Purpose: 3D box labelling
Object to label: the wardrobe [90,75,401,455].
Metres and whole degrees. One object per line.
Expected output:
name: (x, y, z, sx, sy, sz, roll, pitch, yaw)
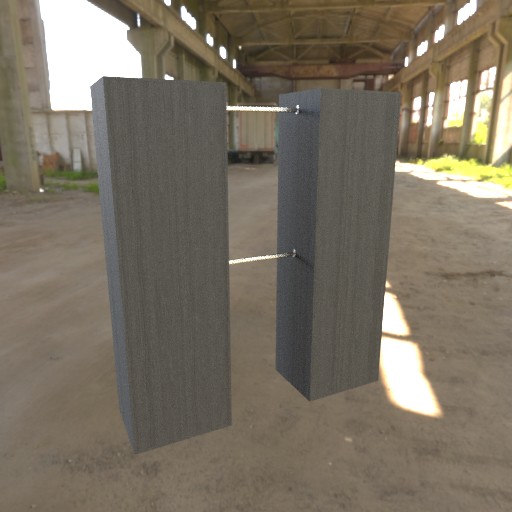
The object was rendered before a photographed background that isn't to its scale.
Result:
wardrobe: (0.000, 0.000, 2.831, 1.770, 2.000, 0.480, -7, 17, -25)
